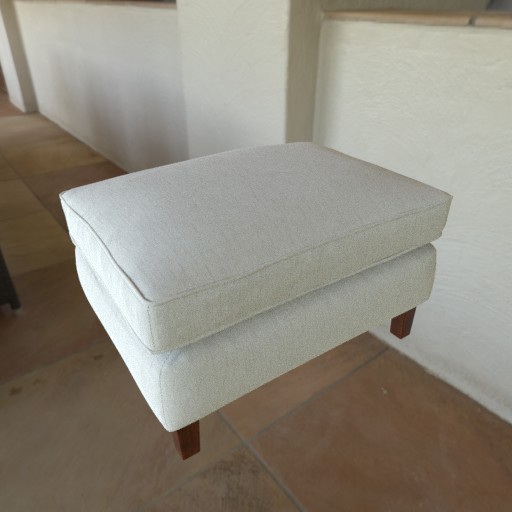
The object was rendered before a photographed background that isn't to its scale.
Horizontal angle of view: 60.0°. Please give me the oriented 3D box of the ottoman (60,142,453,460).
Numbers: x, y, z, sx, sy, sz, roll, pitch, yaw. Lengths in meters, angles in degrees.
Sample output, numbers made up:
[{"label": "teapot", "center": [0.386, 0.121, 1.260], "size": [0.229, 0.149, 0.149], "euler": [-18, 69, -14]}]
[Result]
[{"label": "ottoman", "center": [0.000, 0.000, 0.954], "size": [0.665, 0.406, 0.501], "euler": [-19, 35, -29]}]
